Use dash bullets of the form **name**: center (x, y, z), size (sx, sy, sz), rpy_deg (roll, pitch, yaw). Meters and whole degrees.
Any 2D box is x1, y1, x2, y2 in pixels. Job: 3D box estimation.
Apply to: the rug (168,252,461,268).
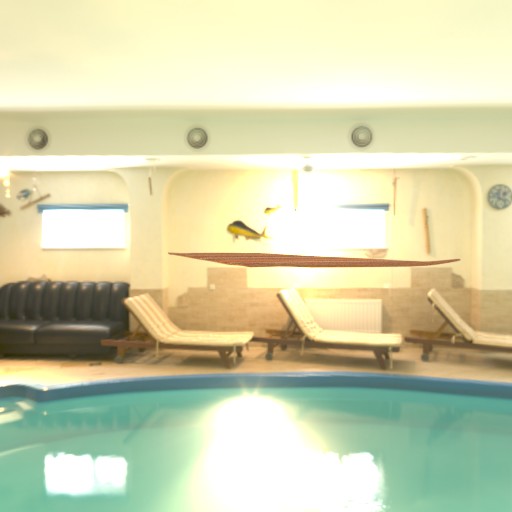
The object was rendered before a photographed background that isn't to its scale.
- **rug**: center (0.000, 0.000, 2.631), size (0.799, 0.030, 2.444), rpy_deg (0, 1, -17)
